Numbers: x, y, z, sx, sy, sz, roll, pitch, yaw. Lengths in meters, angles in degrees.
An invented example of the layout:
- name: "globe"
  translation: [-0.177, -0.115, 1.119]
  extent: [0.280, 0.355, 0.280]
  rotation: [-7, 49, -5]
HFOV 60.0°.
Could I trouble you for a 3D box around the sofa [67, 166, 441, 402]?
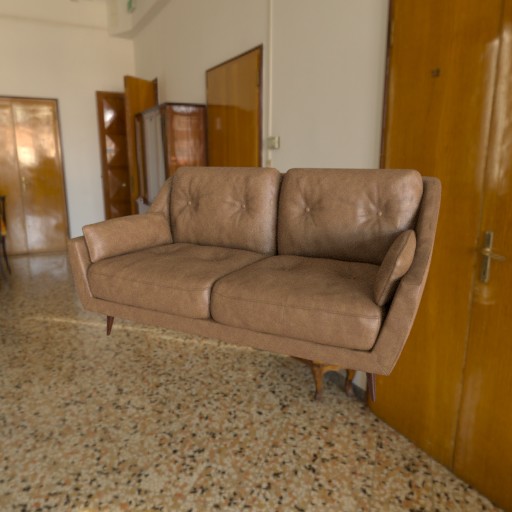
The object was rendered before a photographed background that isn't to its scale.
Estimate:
- name: "sofa"
  translation: [0.000, 0.000, 2.297]
  extent: [1.731, 0.886, 0.981]
  rotation: [7, 14, 27]
